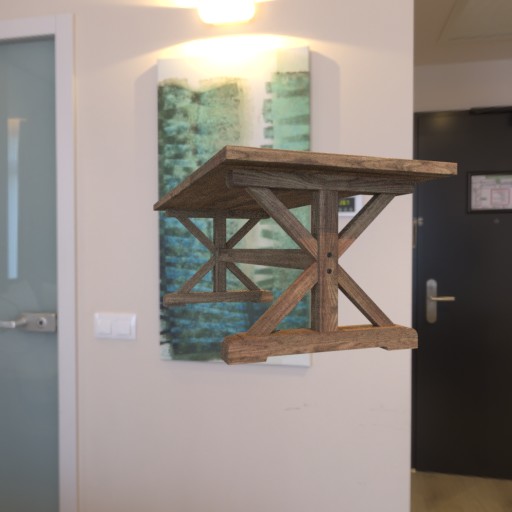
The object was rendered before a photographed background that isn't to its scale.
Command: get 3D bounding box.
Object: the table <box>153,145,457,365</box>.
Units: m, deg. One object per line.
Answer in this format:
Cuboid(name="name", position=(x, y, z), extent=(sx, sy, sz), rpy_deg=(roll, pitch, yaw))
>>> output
Cuboid(name="table", position=(0.000, 0.000, 2.495), extent=(0.907, 0.733, 2.031), rpy_deg=(0, 1, -19))
